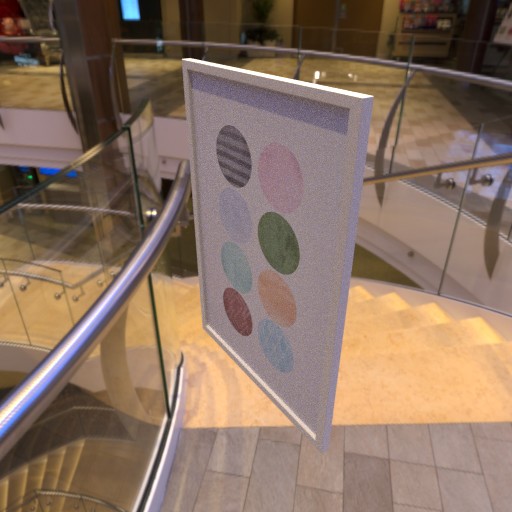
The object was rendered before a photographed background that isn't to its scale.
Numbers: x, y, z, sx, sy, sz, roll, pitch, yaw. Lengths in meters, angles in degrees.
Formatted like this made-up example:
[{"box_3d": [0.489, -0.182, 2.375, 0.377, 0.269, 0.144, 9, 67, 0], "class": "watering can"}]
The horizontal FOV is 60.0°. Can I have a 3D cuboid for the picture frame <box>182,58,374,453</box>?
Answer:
[{"box_3d": [0.000, 0.000, 0.565, 0.013, 0.434, 0.305, -20, 36, -30], "class": "picture frame"}]
